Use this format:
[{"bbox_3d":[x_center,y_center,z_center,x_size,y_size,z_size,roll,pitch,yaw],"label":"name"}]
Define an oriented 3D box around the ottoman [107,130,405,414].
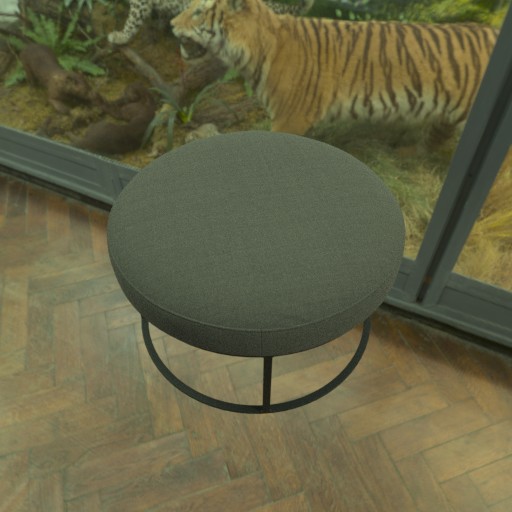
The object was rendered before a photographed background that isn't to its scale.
[{"bbox_3d":[0.000,0.000,1.273,0.772,0.460,0.772,0,46,0],"label":"ottoman"}]
